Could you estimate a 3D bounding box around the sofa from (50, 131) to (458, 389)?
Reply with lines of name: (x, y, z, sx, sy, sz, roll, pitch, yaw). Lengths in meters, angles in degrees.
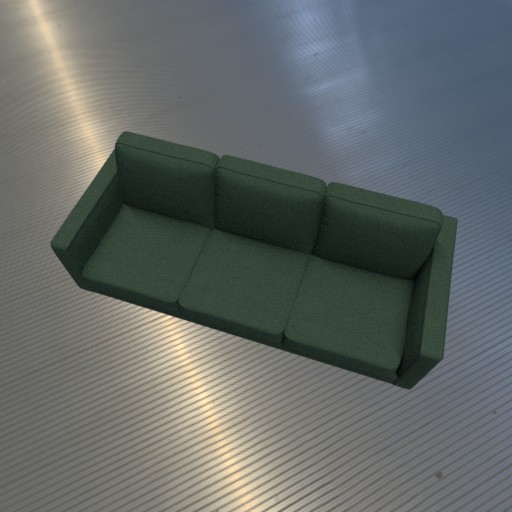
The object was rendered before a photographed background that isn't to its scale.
sofa: (0.000, 0.000, 2.544, 2.029, 0.899, 0.879, 15, 59, 9)
